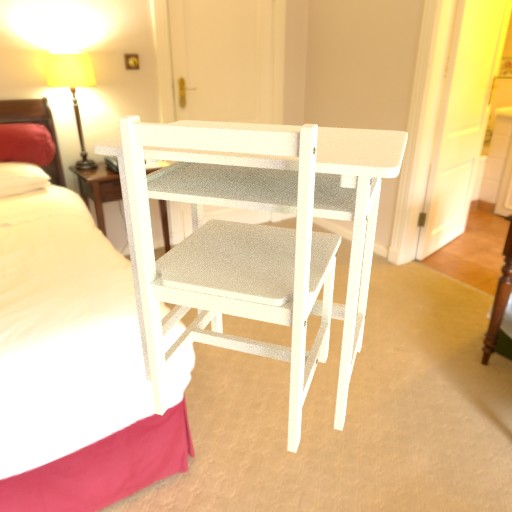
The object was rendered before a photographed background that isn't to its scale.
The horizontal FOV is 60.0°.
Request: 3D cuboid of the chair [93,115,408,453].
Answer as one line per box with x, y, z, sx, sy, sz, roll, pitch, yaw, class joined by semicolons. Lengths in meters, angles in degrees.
0.000;0.000;1.051;0.599;0.673;0.461;8;26;18;chair
